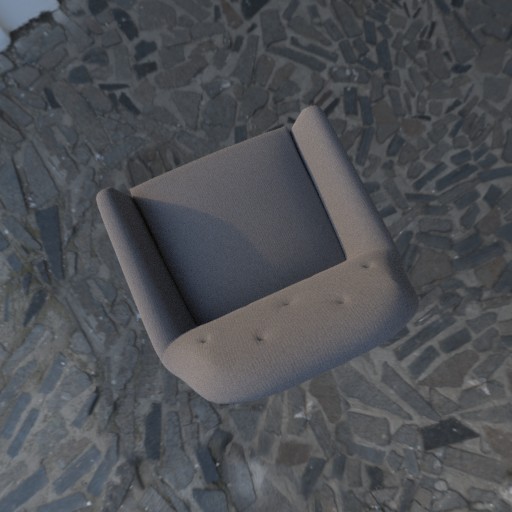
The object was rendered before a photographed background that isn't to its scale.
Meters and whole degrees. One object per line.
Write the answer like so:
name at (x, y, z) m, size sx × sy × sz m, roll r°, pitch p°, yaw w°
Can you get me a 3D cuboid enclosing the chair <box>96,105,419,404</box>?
chair at (0.000, 0.000, 1.410) m, size 0.770 × 0.800 × 0.779 m, roll -24°, pitch 76°, yaw -6°
